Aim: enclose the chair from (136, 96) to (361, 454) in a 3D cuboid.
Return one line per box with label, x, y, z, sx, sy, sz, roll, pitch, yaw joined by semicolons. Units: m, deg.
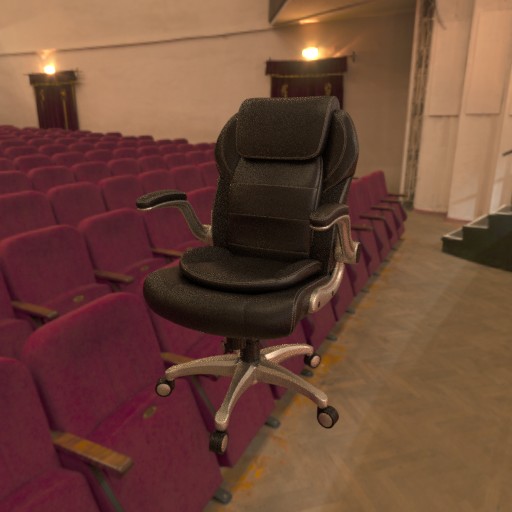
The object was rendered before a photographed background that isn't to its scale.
chair;0.000;0.000;1.637;0.724;1.141;0.801;8;18;25
